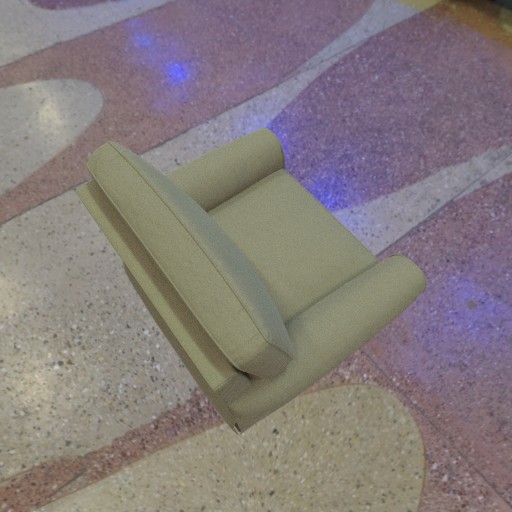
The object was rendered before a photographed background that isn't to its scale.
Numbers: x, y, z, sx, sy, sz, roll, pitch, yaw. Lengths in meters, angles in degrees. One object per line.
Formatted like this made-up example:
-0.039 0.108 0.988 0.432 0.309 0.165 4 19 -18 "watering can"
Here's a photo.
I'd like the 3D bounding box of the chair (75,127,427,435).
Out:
0.000 0.000 1.896 0.988 1.017 1.135 -33 64 -18 "chair"
